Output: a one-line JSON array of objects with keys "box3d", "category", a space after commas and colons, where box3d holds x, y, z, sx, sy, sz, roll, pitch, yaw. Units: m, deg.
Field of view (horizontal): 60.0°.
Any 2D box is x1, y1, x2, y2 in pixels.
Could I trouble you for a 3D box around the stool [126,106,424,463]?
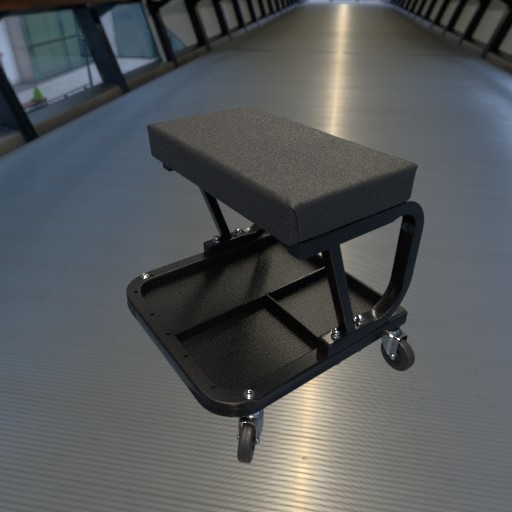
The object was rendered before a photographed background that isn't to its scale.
[{"box3d": [0.000, 0.000, 0.730, 0.371, 0.380, 0.446, -21, 38, -30], "category": "stool"}]
